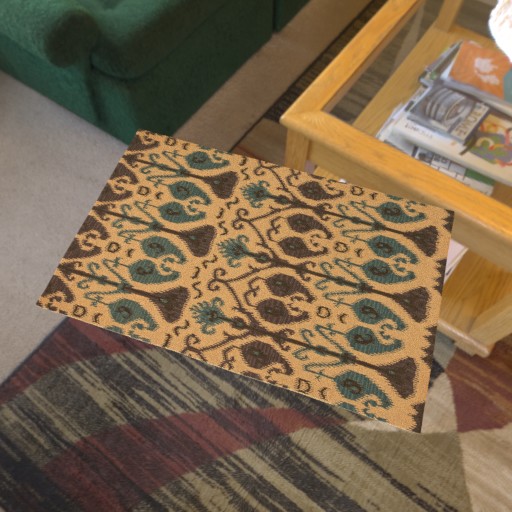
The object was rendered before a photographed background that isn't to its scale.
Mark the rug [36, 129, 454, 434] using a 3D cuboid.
[{"bbox_3d":[0.000,0.000,2.059,1.698,0.013,1.072,16,65,8],"label":"rug"}]
